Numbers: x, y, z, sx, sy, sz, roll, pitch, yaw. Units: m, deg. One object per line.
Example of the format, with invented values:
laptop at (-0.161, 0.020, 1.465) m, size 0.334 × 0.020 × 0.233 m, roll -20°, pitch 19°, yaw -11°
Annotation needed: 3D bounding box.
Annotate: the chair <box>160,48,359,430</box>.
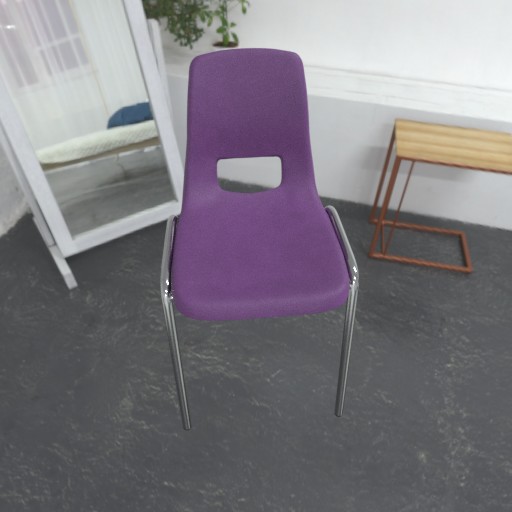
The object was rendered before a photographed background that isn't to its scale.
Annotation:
chair at (0.000, 0.000, 0.947) m, size 0.381 × 0.704 × 0.432 m, roll -4°, pitch 46°, yaw -4°
